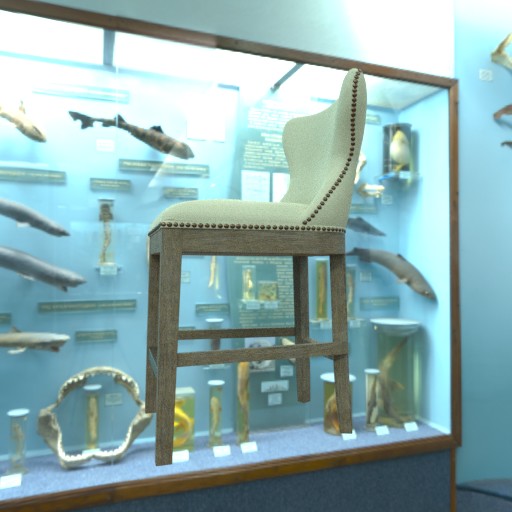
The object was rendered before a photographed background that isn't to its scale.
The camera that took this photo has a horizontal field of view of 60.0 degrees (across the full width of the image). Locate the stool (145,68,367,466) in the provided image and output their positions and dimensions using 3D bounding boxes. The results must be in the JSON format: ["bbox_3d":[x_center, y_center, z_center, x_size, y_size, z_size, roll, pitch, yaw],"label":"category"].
[{"bbox_3d":[0.000,0.000,1.305,0.608,0.981,0.498,0,-1,-18],"label":"stool"}]
